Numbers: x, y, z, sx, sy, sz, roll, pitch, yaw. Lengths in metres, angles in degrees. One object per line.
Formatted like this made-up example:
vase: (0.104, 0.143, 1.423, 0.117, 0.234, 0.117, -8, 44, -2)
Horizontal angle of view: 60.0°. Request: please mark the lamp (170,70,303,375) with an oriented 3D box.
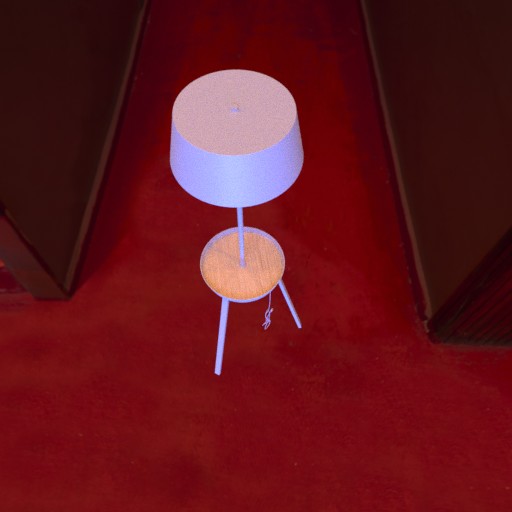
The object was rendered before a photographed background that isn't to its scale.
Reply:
lamp: (0.000, 0.000, 1.687, 0.468, 1.429, 0.508, -1, 59, -1)
